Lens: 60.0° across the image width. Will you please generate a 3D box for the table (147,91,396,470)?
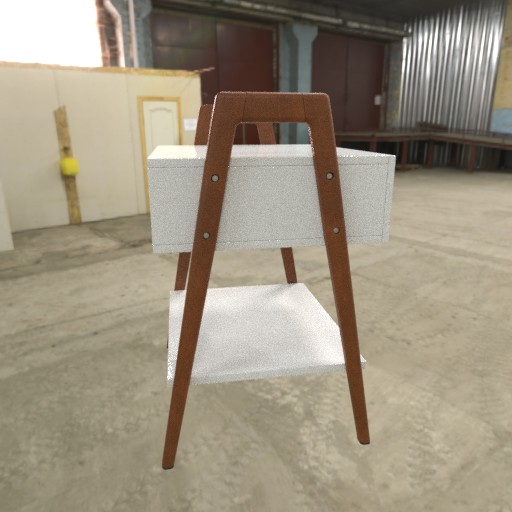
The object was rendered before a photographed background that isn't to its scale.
[{"bbox_3d":[0.000,0.000,0.919,0.405,0.610,0.457,-3,17,-9],"label":"table"}]
